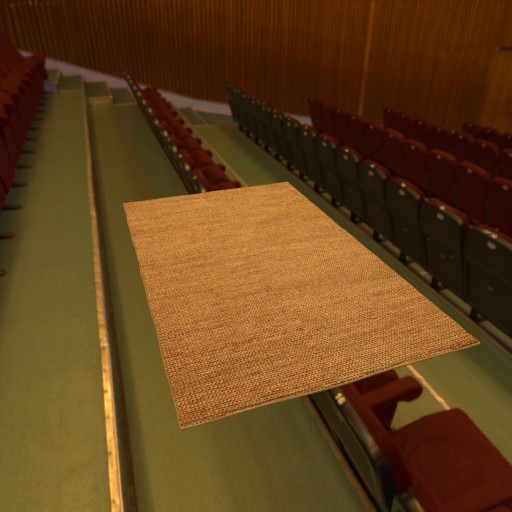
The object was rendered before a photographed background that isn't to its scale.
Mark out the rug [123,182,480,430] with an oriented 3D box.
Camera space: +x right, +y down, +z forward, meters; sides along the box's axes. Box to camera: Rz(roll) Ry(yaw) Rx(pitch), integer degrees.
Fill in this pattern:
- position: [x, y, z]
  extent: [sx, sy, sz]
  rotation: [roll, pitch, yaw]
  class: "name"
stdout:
- position: [0.000, 0.000, 2.992]
  extent: [1.521, 0.034, 2.438]
  rotation: [-10, 31, -17]
  class: "rug"
